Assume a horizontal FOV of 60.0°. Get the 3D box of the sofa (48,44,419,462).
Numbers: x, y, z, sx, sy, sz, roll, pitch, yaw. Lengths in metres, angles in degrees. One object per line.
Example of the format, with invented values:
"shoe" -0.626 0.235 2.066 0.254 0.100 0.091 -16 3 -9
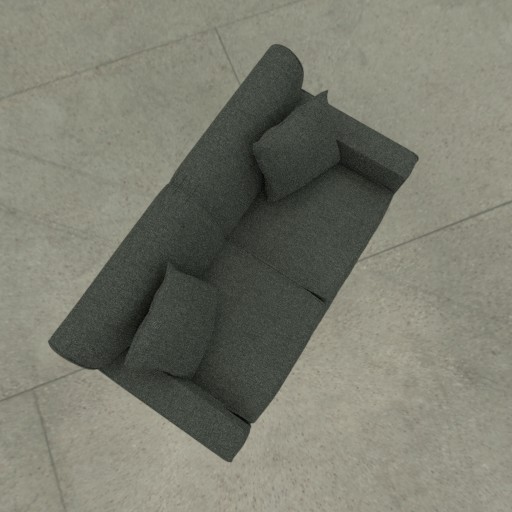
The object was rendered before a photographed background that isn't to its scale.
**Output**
"sofa" 0.000 0.000 2.422 0.998 0.958 1.846 32 78 7
